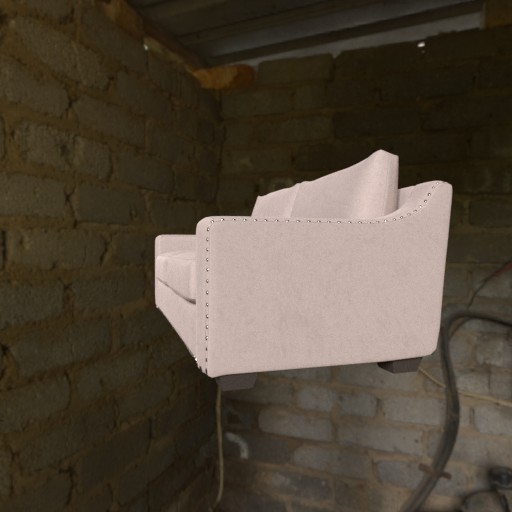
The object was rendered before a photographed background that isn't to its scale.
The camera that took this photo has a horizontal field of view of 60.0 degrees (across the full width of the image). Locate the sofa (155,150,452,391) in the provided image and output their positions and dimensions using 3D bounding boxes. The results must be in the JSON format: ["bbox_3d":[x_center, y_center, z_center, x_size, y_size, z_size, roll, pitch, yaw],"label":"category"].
[{"bbox_3d":[0.000,0.000,2.543,1.030,0.901,1.967,0,1,-17],"label":"sofa"}]
